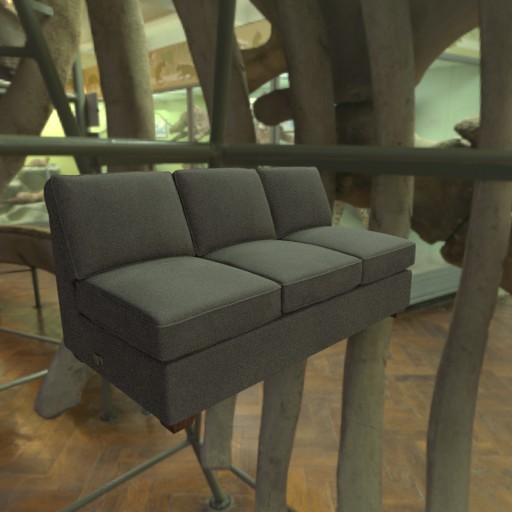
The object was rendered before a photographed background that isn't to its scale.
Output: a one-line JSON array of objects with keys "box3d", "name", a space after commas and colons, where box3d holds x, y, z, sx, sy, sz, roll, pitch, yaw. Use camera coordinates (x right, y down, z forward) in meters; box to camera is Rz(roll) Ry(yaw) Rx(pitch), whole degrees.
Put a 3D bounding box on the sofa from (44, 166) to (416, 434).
[{"box3d": [0.000, 0.000, 2.540, 1.962, 0.973, 1.027, -13, 19, -42], "name": "sofa"}]
